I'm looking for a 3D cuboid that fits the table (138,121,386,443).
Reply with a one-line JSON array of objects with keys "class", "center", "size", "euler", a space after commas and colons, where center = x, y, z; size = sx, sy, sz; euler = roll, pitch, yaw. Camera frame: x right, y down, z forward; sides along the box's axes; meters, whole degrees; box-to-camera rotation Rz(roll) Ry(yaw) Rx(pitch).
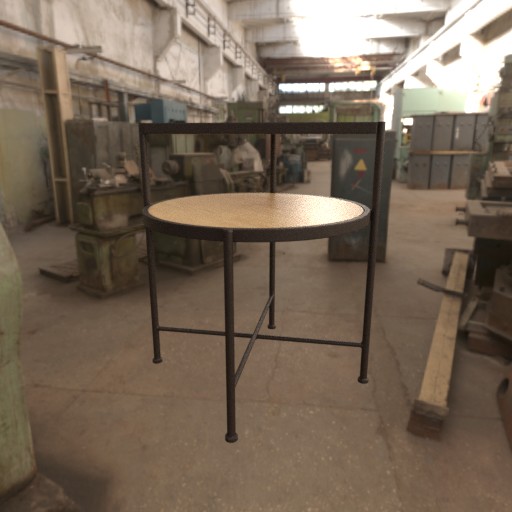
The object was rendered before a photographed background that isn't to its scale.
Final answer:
[{"class": "table", "center": [0.000, 0.000, 1.183], "size": [0.629, 0.684, 0.628], "euler": [3, 16, 10]}]
